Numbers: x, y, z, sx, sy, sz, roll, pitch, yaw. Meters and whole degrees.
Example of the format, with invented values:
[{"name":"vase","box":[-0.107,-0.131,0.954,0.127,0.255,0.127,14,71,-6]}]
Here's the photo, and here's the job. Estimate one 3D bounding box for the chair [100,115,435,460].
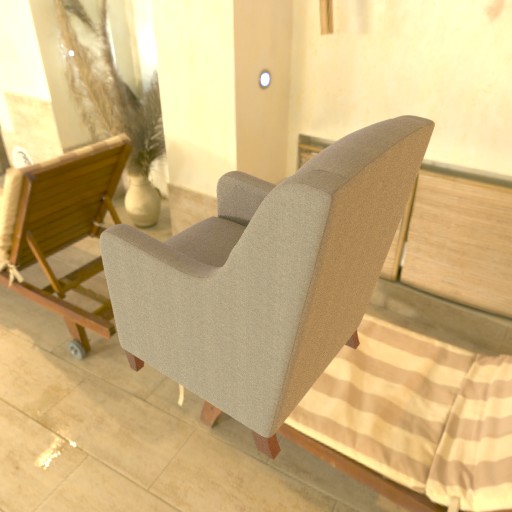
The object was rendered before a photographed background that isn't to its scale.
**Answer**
[{"name":"chair","box":[0.000,0.000,1.596,0.890,1.017,0.715,20,37,30]}]
